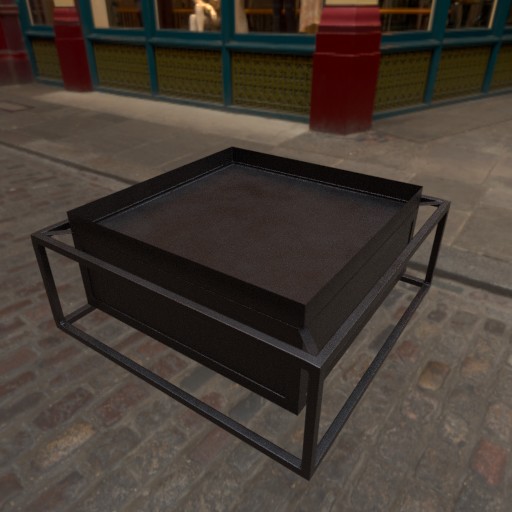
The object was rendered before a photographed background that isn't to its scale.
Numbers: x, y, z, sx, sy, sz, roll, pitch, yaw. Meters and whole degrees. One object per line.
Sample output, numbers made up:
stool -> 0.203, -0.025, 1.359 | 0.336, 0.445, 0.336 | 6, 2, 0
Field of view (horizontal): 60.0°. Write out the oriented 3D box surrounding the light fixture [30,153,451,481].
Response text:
light fixture -> 0.000, 0.000, 0.682 | 0.441, 0.191, 0.441 | 19, 35, 29
